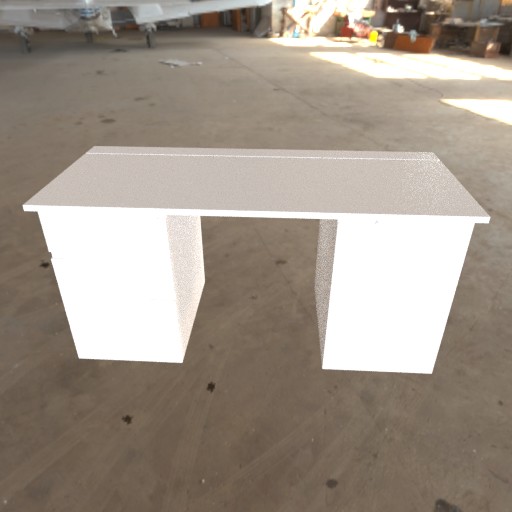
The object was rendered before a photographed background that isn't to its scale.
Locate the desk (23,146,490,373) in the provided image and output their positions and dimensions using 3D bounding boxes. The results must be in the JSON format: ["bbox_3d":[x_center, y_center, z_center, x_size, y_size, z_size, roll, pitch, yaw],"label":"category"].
[{"bbox_3d":[0.000,0.000,1.976,1.580,0.760,0.670,2,31,3],"label":"desk"}]
